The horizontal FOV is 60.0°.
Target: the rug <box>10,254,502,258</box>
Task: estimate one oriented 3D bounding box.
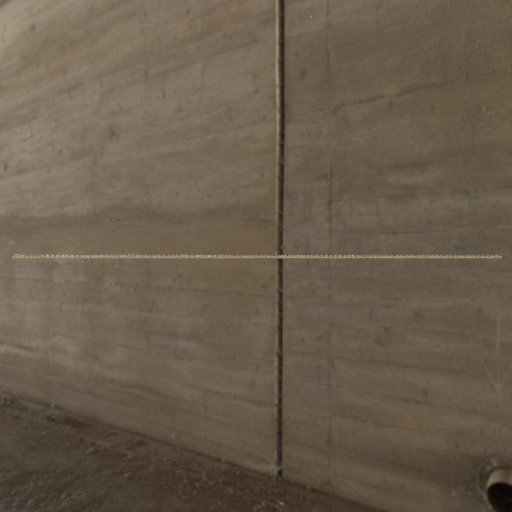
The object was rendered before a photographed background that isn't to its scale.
[{"bbox_3d":[0.000,0.000,3.950,3.052,0.030,2.429,0,0,0],"label":"rug"}]
